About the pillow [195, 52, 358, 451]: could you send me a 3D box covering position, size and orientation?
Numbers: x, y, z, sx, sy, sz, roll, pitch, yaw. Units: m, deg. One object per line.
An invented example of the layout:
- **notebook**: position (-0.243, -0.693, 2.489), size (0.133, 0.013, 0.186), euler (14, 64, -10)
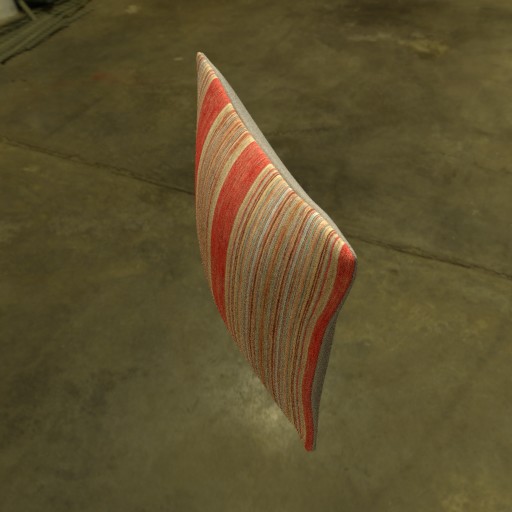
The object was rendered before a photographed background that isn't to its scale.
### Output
- **pillow**: position (0.000, 0.000, 0.634), size (0.136, 0.419, 0.437), euler (-16, 49, -15)
